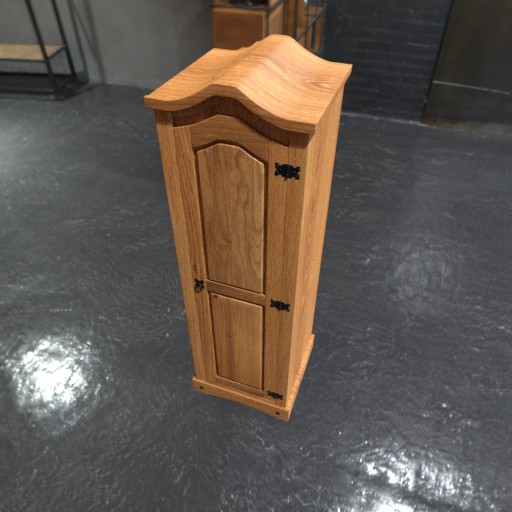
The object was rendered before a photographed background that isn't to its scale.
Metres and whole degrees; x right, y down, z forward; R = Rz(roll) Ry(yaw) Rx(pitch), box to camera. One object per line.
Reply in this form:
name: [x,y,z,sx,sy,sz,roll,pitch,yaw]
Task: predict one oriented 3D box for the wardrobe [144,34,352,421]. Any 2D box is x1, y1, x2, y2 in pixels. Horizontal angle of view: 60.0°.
wardrobe: [0.000,0.000,2.168,0.590,1.870,0.570,14,43,15]
